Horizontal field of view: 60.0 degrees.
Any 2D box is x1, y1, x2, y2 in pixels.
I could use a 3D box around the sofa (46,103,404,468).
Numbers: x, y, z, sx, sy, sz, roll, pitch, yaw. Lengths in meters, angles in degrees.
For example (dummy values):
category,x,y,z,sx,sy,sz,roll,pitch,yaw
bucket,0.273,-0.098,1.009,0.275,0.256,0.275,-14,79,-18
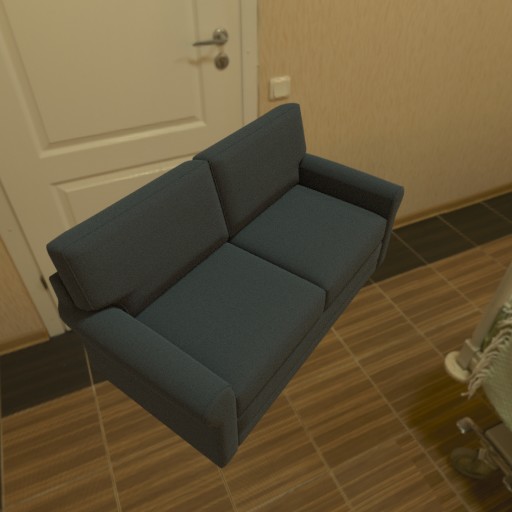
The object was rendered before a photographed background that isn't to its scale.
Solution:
category,x,y,z,sx,sy,sz,roll,pitch,yaw
sofa,0.000,0.000,2.486,0.940,1.020,1.930,26,48,26
